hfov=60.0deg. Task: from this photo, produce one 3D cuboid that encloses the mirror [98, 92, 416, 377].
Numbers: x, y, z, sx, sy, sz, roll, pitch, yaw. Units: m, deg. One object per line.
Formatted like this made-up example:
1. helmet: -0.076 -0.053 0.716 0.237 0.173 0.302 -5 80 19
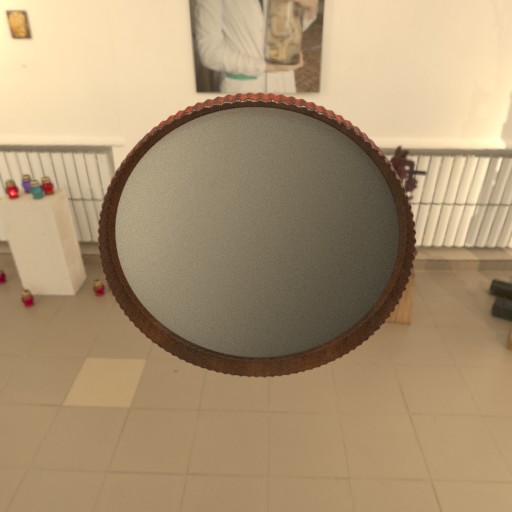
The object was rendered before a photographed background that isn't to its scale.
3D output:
1. mirror: 0.000 0.000 0.879 0.609 0.609 0.056 1 30 1
